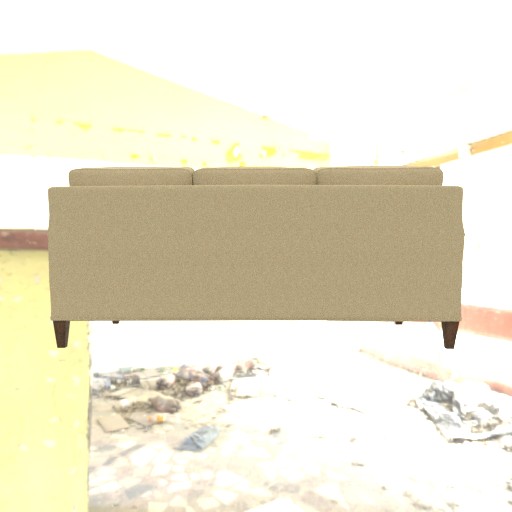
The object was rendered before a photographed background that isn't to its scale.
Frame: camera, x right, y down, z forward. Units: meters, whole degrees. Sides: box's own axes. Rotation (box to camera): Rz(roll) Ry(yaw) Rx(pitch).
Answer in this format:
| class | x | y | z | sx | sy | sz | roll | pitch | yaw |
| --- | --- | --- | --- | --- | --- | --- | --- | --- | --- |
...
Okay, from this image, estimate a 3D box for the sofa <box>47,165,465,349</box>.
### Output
| class | x | y | z | sx | sy | sz | roll | pitch | yaw |
| --- | --- | --- | --- | --- | --- | --- | --- | --- | --- |
| sofa | 0.000 | 0.000 | 2.818 | 2.246 | 1.003 | 1.084 | 0 | 0 | 1 |
